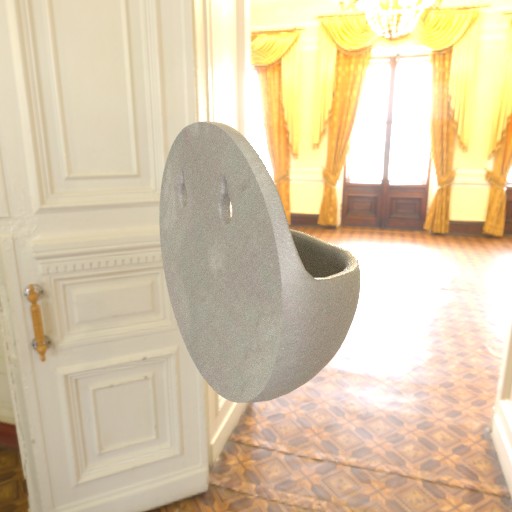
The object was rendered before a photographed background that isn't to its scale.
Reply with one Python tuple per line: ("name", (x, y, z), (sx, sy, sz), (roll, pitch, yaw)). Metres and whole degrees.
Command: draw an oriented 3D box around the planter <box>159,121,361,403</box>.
("planter", (0.000, 0.000, 0.283), (0.073, 0.164, 0.190), (-8, 17, -28))
